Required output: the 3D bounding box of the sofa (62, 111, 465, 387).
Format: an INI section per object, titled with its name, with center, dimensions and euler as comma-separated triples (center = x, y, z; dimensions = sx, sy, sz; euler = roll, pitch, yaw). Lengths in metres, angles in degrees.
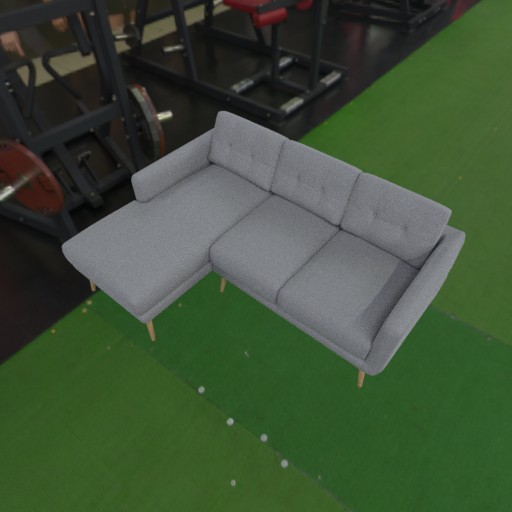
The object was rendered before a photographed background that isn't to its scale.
[sofa]
center = 0.000, 0.000, 2.807
dimensions = 2.040, 0.860, 1.530
euler = 31, 54, 26
